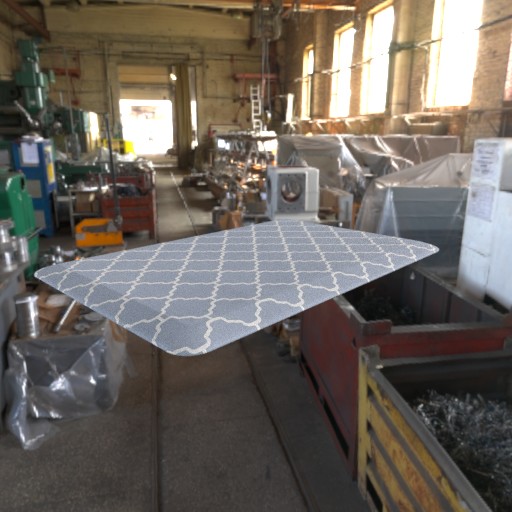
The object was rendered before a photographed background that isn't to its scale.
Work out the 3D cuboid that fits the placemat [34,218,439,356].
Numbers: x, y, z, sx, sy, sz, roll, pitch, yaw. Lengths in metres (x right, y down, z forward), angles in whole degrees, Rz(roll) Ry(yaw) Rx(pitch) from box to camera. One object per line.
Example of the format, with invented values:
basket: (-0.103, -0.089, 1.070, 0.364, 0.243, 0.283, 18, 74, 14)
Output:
placemat: (0.000, 0.000, 0.959, 0.508, 0.021, 0.762, 14, 21, 42)
